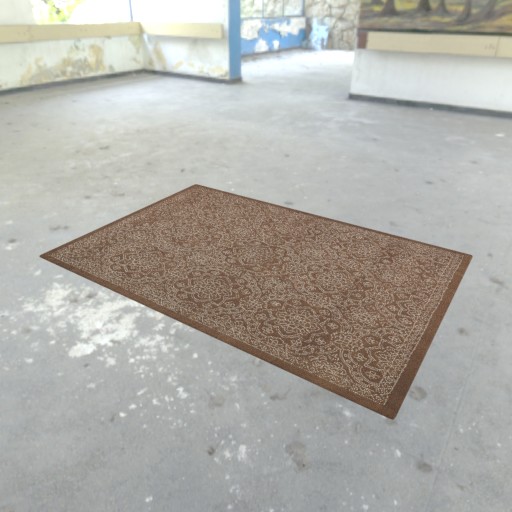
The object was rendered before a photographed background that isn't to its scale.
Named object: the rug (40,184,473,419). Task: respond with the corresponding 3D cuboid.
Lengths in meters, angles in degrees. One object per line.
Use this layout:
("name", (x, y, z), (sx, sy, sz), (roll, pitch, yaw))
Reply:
("rug", (0.000, 0.000, 2.241), (1.829, 0.010, 1.219), (18, 35, 29))
